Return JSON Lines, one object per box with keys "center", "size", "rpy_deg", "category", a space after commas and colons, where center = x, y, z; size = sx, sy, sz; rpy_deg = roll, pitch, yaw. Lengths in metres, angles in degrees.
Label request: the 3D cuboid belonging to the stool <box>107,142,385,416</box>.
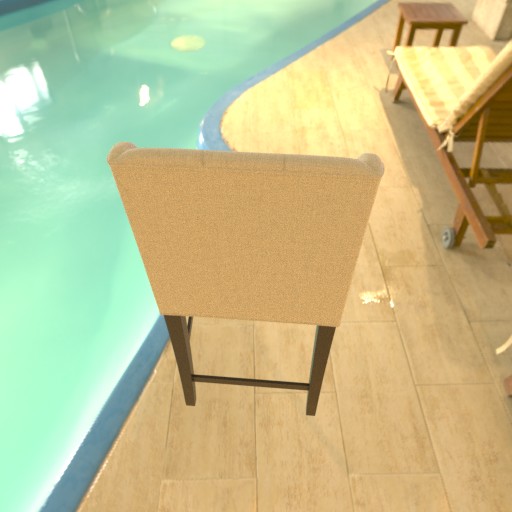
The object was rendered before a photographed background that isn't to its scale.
{"center": [0.000, 0.000, 1.181], "size": [0.474, 0.939, 0.509], "rpy_deg": [4, 46, 3], "category": "stool"}
